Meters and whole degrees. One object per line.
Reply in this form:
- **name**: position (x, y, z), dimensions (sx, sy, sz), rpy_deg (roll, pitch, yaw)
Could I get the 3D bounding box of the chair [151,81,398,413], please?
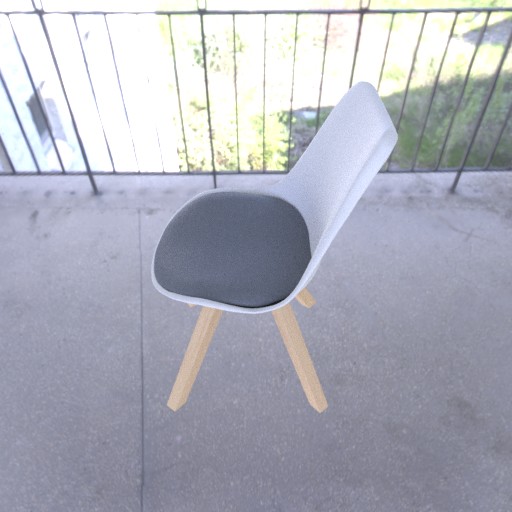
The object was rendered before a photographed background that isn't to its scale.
- **chair**: position (0.000, 0.000, 1.194), dimensions (0.550, 0.850, 0.485), rpy_deg (0, 43, 0)
